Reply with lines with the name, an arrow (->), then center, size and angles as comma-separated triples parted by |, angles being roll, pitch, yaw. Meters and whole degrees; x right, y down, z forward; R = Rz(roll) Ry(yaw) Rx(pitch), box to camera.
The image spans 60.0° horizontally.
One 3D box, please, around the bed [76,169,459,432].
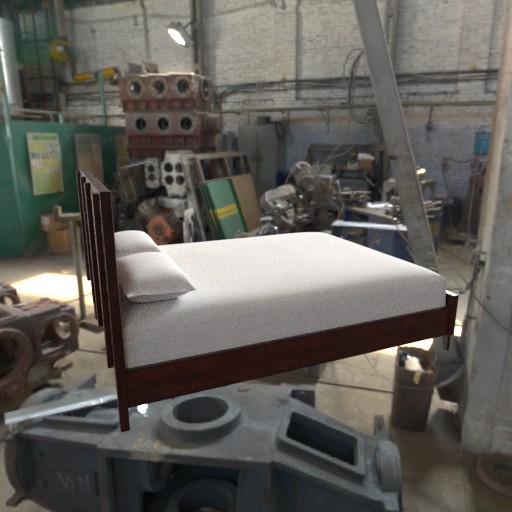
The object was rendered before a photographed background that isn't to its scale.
bed -> 0.000, 0.000, 3.989 | 2.803, 1.492, 2.040 | -6, 16, -23
